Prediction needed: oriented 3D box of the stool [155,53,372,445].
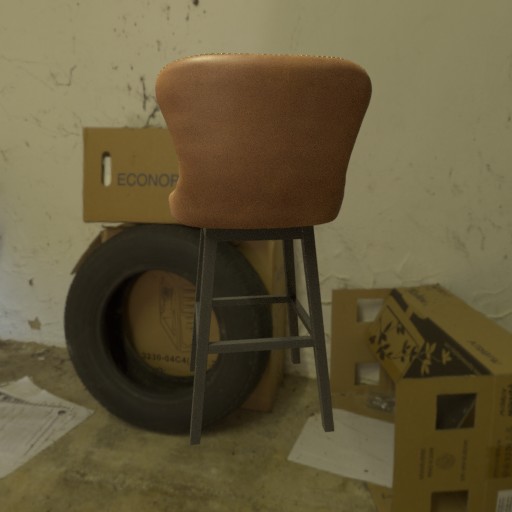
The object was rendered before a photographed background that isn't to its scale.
[{"bbox_3d":[0.000,0.000,1.358,0.528,1.050,0.601,-2,15,-8],"label":"stool"}]
